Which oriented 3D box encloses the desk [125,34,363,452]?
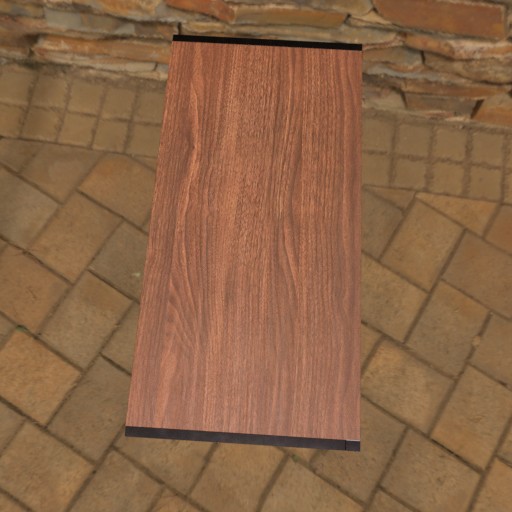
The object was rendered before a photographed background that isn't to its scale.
[{"bbox_3d":[0.000,0.000,1.436,0.508,0.762,1.016,3,77,1],"label":"desk"}]
